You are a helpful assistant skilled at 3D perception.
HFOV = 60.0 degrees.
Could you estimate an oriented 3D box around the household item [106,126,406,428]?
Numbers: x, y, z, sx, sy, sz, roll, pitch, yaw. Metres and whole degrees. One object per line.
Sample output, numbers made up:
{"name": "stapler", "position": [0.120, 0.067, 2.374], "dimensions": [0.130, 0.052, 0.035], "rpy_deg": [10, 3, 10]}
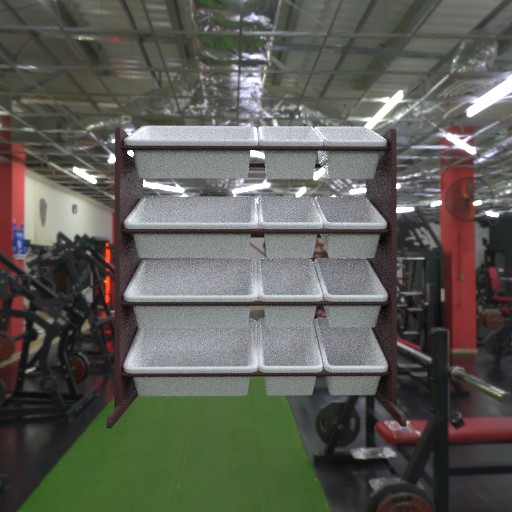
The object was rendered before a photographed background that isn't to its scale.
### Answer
{"name": "household item", "position": [0.000, 0.000, 1.310], "dimensions": [0.787, 0.864, 0.389], "rpy_deg": [0, 0, -1]}
